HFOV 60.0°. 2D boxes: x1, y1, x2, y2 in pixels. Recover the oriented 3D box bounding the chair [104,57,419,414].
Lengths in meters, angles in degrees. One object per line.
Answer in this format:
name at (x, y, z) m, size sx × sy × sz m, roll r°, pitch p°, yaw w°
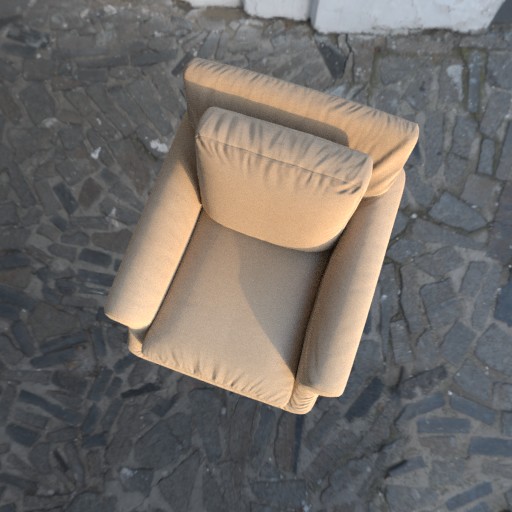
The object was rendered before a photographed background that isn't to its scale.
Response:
chair at (0.000, 0.000, 1.765) m, size 0.940 × 0.866 × 1.066 m, roll 19°, pitch 76°, yaw 5°
